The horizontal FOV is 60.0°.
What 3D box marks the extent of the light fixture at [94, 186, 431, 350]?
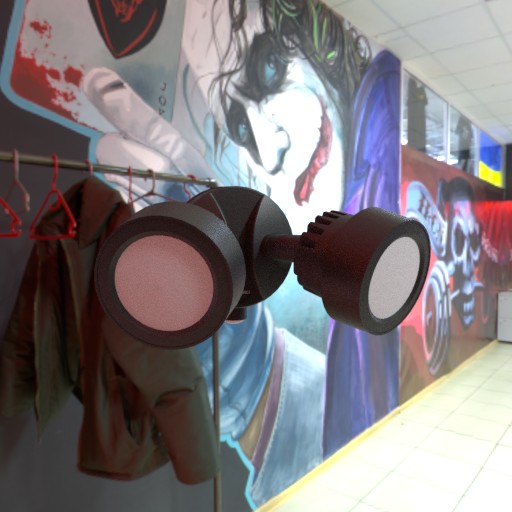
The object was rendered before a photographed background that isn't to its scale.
[{"bbox_3d":[0.000,0.000,0.317,0.213,0.120,0.168,-1,2,-17],"label":"light fixture"}]
